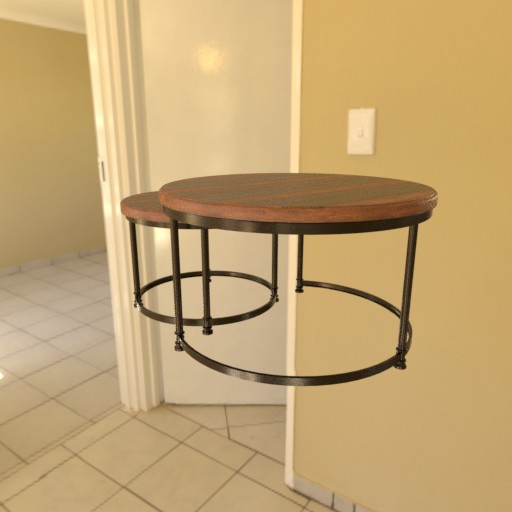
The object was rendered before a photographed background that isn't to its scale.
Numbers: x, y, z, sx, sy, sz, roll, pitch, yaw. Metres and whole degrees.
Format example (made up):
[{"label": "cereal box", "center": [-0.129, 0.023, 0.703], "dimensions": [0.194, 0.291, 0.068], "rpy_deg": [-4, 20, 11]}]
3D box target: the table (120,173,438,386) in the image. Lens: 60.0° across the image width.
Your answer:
[{"label": "table", "center": [0.000, 0.000, 1.574], "dimensions": [1.152, 0.516, 0.870], "rpy_deg": [8, 18, 25]}]
